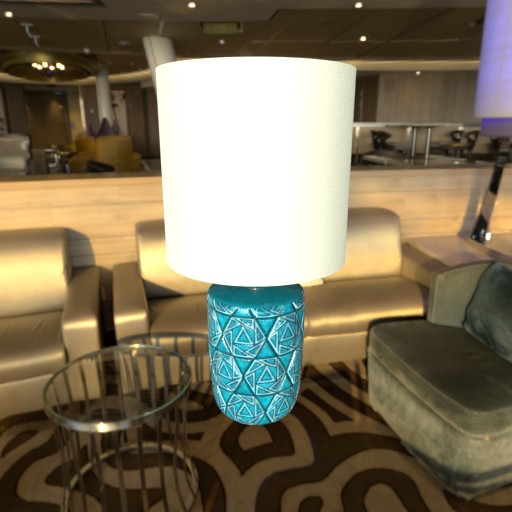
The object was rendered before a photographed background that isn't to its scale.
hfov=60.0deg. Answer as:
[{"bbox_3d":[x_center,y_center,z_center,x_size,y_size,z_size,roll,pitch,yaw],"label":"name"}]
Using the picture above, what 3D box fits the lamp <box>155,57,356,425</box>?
[{"bbox_3d":[0.000,0.000,0.488,0.193,0.377,0.193,-8,18,-25],"label":"lamp"}]
